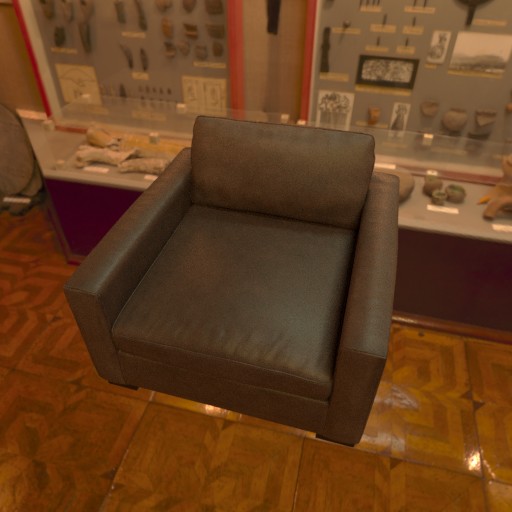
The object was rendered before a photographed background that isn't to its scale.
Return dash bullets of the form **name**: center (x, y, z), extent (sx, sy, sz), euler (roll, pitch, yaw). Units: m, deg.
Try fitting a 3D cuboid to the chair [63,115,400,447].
- **chair**: center (0.000, 0.000, 1.826), extent (1.100, 0.812, 1.069), euler (10, 42, 12)
